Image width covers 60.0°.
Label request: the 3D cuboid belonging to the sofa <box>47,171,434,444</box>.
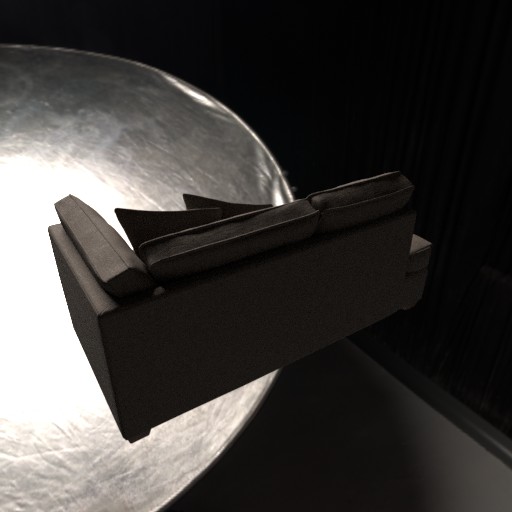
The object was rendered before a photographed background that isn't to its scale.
[{"bbox_3d":[0.000,0.000,2.867,2.237,1.033,1.110,-18,34,-29],"label":"sofa"}]
